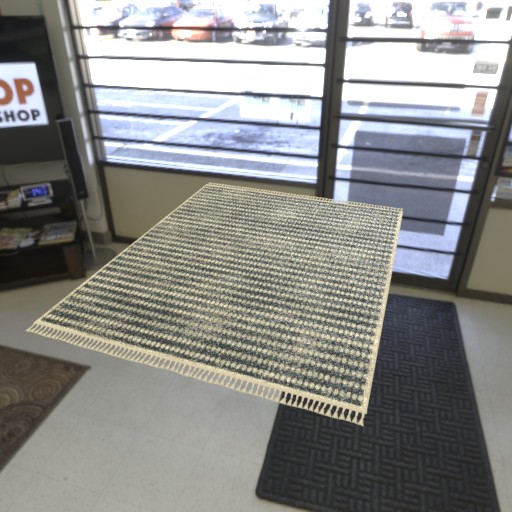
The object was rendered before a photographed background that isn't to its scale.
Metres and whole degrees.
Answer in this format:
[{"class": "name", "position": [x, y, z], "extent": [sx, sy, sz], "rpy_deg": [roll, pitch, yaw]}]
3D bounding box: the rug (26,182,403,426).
[{"class": "rug", "position": [0.000, 0.000, 3.822], "extent": [2.256, 0.013, 2.910], "rpy_deg": [10, 32, 17]}]
